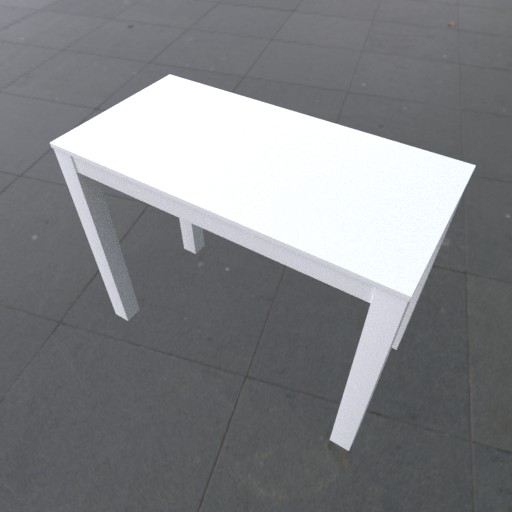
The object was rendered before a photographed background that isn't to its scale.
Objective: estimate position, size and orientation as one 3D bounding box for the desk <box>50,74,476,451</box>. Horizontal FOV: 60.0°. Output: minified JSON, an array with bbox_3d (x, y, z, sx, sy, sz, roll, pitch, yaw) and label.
[{"bbox_3d":[0.000,0.000,1.421,0.990,0.762,0.497,24,51,22],"label":"desk"}]
